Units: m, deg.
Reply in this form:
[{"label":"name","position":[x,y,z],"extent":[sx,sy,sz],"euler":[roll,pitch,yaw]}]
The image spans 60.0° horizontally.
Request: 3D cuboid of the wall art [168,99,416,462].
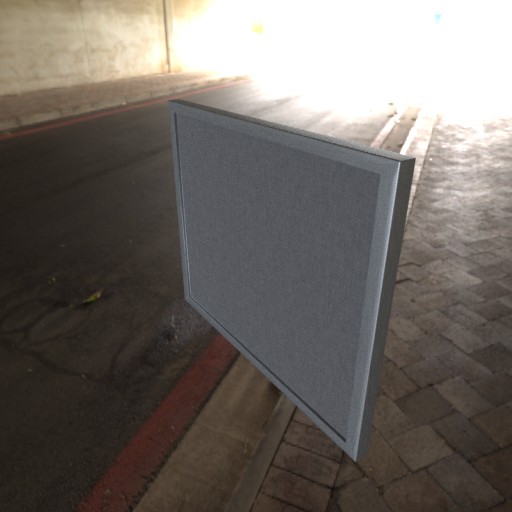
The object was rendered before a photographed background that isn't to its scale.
[{"label":"wall art","position":[0.000,0.000,0.769],"extent":[0.028,0.457,0.556],"euler":[-18,32,-31]}]
